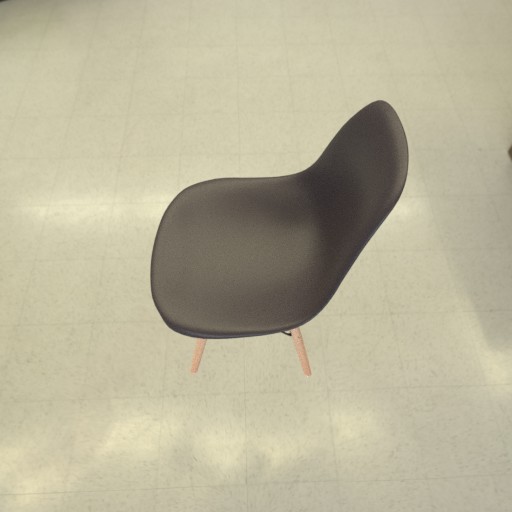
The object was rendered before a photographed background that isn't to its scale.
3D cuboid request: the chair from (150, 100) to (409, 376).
[{"bbox_3d":[0.000,0.000,1.140,0.533,0.825,0.470,0,59,0],"label":"chair"}]
